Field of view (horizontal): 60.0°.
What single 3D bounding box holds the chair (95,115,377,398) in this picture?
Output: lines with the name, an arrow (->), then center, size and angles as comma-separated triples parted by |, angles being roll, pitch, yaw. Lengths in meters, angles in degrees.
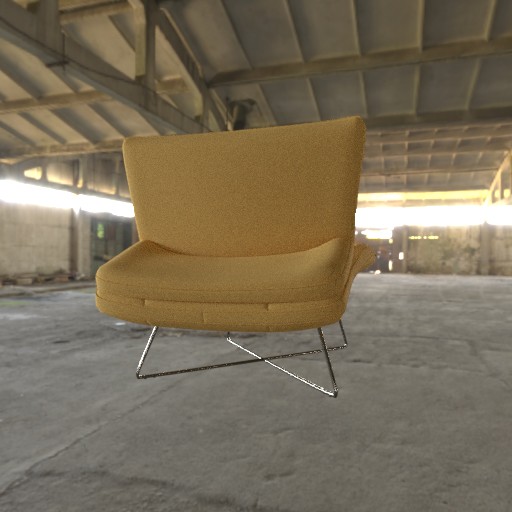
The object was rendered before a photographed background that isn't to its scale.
chair -> 0.000, 0.000, 1.695 | 0.859, 0.855, 1.008 | 0, 0, 17
